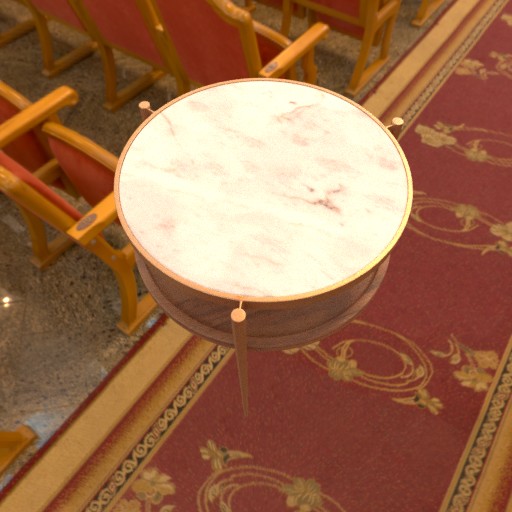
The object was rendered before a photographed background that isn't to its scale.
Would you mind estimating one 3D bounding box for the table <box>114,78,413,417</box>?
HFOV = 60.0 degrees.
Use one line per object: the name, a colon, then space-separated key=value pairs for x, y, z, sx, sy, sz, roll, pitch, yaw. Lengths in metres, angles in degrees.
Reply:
table: x=0.000 y=0.000 z=0.843 sx=0.456 sy=0.493 sz=0.430 roll=32 pitch=63 yaw=18
